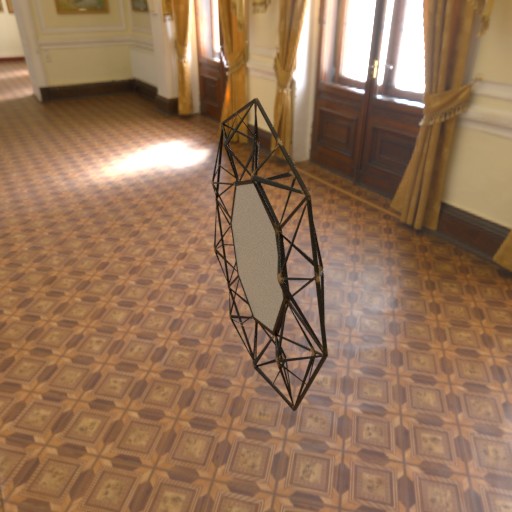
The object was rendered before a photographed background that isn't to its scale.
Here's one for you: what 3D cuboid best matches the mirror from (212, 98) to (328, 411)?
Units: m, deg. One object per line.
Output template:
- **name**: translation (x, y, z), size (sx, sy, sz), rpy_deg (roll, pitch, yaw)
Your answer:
- **mirror**: translation (0.000, 0.000, 1.039), size (0.094, 0.710, 0.710), rpy_deg (-10, 32, -17)
